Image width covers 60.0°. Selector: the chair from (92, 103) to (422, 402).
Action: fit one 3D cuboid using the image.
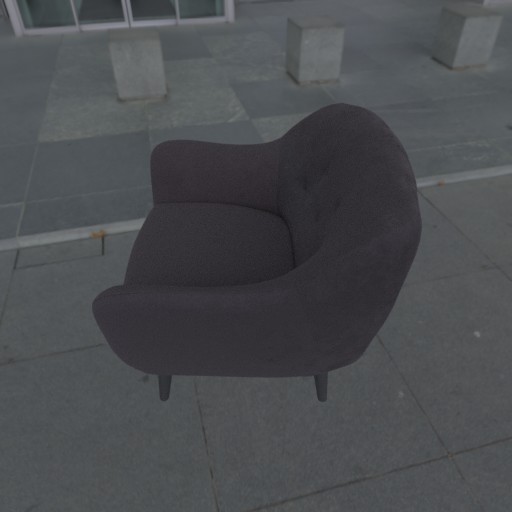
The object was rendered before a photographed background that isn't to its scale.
[{"bbox_3d":[0.000,0.000,1.460,0.819,0.807,0.840,0,41,0],"label":"chair"}]
